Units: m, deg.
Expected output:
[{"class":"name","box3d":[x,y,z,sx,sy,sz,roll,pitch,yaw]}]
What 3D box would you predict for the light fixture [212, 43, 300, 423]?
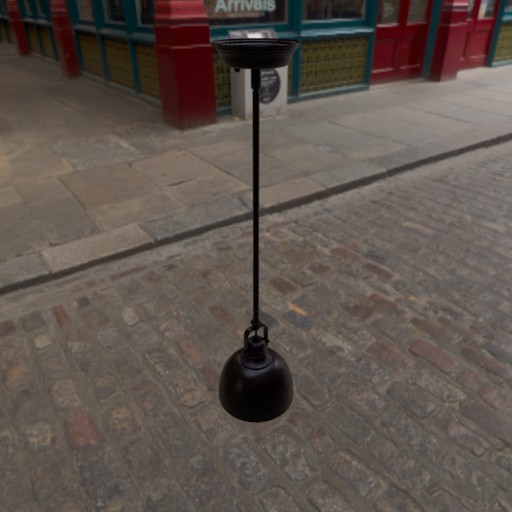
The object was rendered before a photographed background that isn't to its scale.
[{"class":"light fixture","box3d":[0.000,0.000,0.880,0.182,0.768,0.182,-20,36,-30]}]
